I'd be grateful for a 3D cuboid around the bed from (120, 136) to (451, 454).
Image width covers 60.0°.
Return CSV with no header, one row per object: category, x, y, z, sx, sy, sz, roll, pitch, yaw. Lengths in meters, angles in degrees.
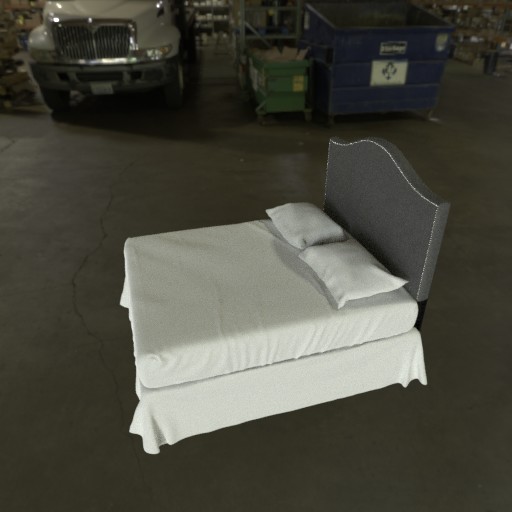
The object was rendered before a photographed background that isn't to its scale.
bed,0.000,0.000,3.448,2.221,1.645,1.876,-9,32,-15
